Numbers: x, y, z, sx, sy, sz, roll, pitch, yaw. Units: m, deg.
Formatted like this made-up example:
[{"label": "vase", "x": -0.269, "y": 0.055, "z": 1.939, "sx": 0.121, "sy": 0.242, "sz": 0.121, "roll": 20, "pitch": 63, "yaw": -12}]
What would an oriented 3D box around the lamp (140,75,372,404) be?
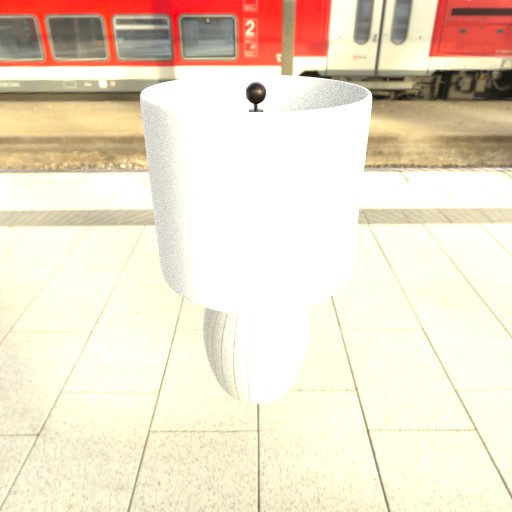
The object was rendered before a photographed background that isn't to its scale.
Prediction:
[{"label": "lamp", "x": 0.000, "y": 0.000, "z": 0.772, "sx": 0.328, "sy": 0.570, "sz": 0.328, "roll": 0, "pitch": 29, "yaw": 0}]
